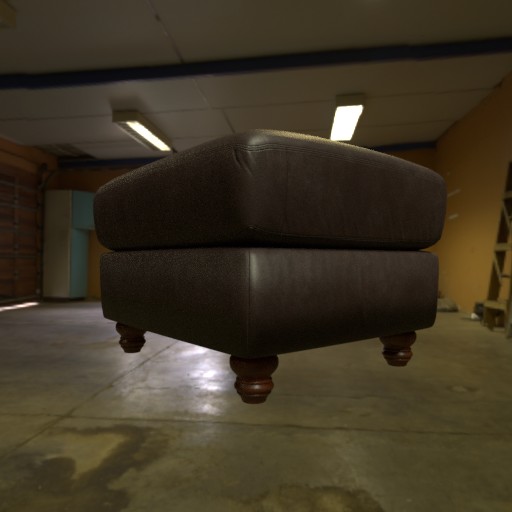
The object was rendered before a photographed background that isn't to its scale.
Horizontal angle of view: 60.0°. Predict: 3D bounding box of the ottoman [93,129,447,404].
[{"bbox_3d":[0.000,0.000,1.242,0.670,0.569,0.806,0,-1,-38],"label":"ottoman"}]
